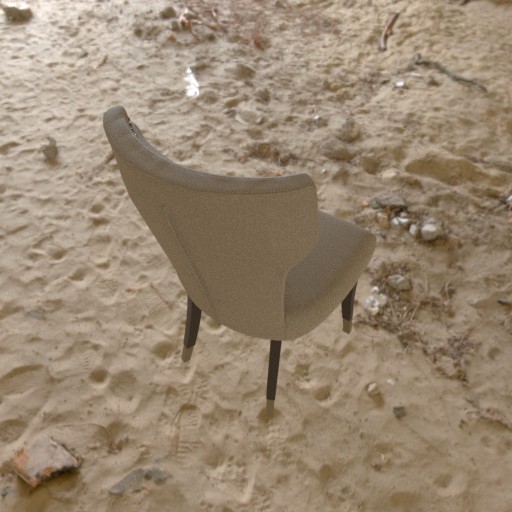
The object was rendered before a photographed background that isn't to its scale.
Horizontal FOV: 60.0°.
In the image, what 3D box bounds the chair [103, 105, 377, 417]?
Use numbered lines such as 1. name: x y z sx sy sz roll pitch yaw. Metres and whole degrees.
1. chair: 0.000 0.000 1.292 0.526 0.955 0.630 26 51 23
